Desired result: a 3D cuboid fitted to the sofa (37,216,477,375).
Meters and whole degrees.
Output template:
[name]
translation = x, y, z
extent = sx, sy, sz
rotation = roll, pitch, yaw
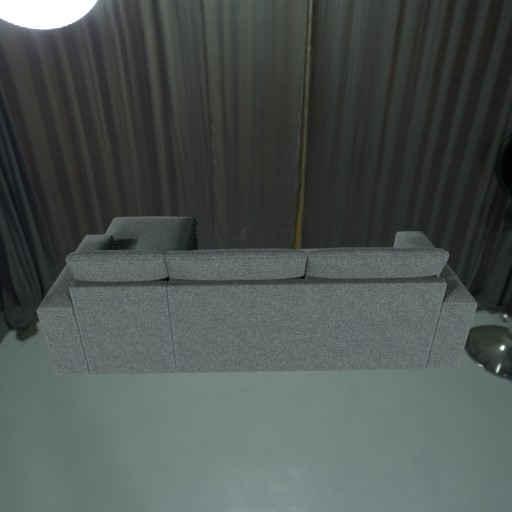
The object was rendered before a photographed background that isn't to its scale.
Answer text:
[sofa]
translation = 0.000, 0.000, 3.509
extent = 2.718, 0.940, 1.689
rotation = -1, 30, -1
